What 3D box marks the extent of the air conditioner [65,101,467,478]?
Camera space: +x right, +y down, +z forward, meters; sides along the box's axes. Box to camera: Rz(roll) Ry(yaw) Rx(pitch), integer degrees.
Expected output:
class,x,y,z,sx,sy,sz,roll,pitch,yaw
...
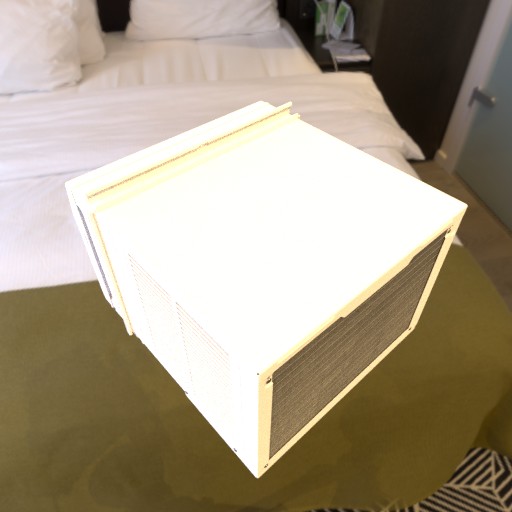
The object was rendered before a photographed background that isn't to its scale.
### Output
class,x,y,z,sx,sy,sz,roll,pitch,yaw
air conditioner,0.000,0.000,0.897,0.503,0.388,0.546,-33,53,-28
